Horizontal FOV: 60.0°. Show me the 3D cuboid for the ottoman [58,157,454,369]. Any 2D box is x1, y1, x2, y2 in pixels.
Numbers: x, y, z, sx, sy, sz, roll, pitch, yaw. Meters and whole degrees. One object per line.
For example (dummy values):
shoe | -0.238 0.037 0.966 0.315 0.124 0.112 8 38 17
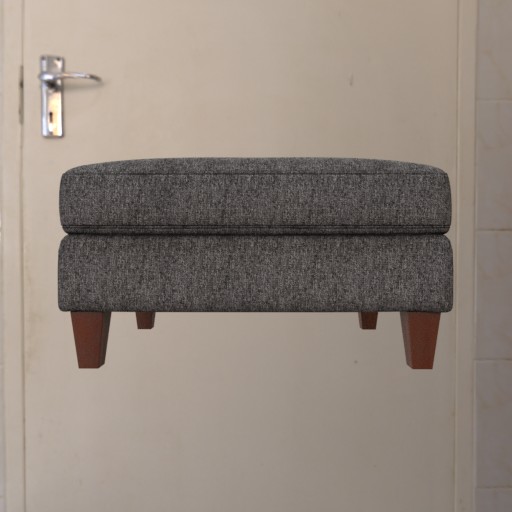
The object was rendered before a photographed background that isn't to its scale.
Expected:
ottoman | 0.000 0.000 1.213 0.864 0.483 0.584 0 1 0
